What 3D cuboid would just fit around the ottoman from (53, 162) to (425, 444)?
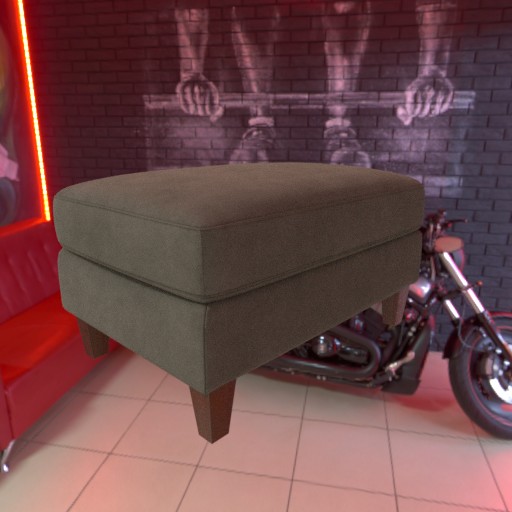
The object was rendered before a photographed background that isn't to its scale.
[{"bbox_3d":[0.000,0.000,1.207,0.584,0.483,0.864,15,21,42],"label":"ottoman"}]
